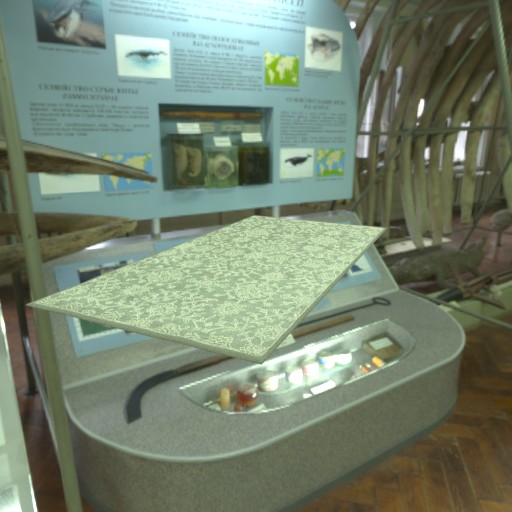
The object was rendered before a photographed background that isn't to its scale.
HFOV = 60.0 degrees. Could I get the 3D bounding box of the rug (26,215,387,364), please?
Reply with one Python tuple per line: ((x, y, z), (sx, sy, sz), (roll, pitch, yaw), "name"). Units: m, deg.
((0.000, 0.000, 3.611), (1.546, 0.011, 3.048), (8, 18, 25), "rug")
